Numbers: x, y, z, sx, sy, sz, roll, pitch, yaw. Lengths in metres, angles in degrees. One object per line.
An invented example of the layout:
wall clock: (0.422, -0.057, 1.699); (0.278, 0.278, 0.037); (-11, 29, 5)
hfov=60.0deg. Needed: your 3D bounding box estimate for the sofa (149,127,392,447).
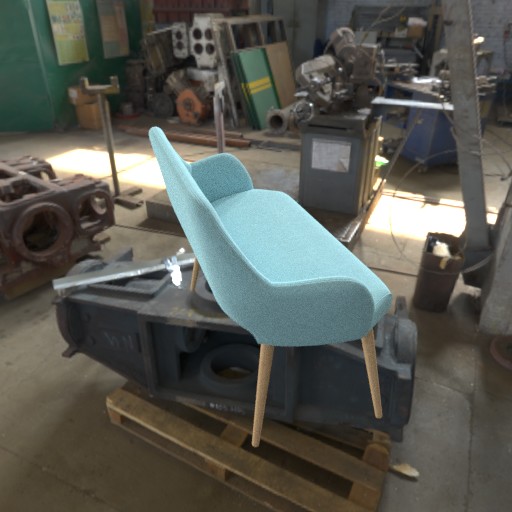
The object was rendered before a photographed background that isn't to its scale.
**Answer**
sofa: (0.000, 0.000, 1.665); (0.610, 0.840, 1.150); (-10, 32, -17)
